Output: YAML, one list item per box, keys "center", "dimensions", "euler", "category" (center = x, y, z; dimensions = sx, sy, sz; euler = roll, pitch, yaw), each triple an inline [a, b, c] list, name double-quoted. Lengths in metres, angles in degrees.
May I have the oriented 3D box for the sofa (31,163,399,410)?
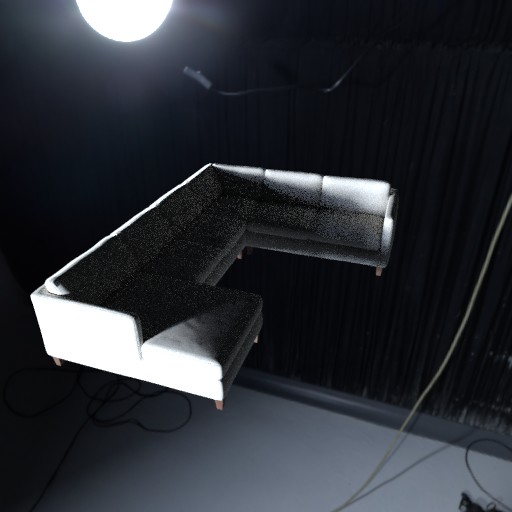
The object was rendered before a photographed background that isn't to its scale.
- center: [0.000, 0.000, 4.422]
  dimensions: [2.551, 0.853, 3.238]
  euler: [9, 31, 16]
  category: "sofa"
